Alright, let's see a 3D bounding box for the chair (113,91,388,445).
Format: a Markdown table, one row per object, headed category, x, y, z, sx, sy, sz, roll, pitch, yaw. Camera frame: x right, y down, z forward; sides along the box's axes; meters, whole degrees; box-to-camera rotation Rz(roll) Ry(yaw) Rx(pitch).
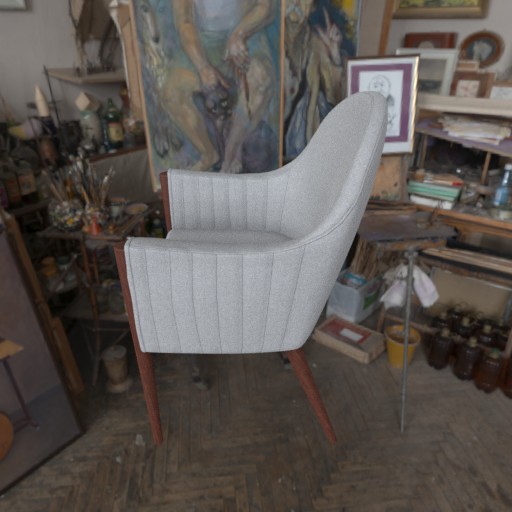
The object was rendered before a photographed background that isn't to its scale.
| category | x | y | z | sx | sy | sz | roll | pitch | yaw |
| --- | --- | --- | --- | --- | --- | --- | --- | --- | --- |
| chair | 0.000 | 0.000 | 1.274 | 0.620 | 0.889 | 0.610 | 0 | 27 | -1 |
